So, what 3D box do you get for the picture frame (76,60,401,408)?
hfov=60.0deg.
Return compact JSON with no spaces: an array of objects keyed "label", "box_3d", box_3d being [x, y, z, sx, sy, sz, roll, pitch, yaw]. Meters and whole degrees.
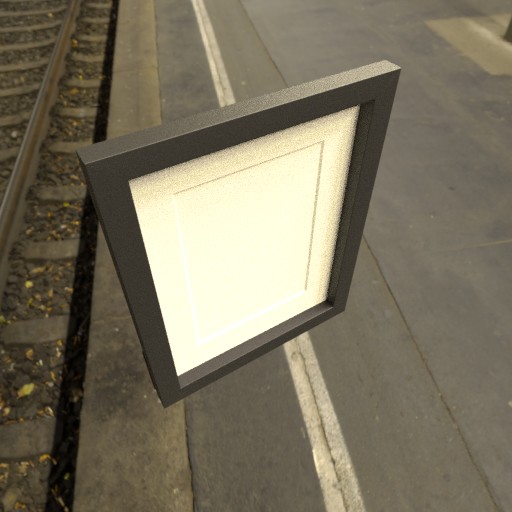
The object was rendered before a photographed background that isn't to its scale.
[{"label":"picture frame","box_3d":[0.000,0.000,0.516,0.307,0.383,0.036,-24,50,-22]}]
